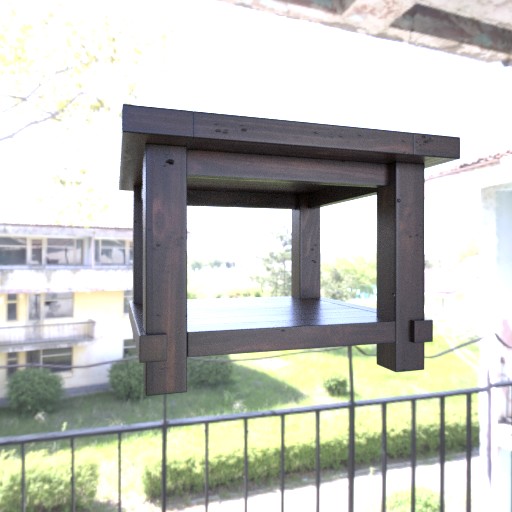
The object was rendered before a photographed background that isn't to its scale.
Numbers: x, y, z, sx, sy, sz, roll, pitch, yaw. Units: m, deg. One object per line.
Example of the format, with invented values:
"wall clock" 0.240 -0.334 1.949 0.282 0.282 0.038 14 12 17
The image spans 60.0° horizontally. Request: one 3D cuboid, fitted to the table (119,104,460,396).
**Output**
"table" 0.000 0.000 1.009 0.593 0.437 0.606 0 0 -18
